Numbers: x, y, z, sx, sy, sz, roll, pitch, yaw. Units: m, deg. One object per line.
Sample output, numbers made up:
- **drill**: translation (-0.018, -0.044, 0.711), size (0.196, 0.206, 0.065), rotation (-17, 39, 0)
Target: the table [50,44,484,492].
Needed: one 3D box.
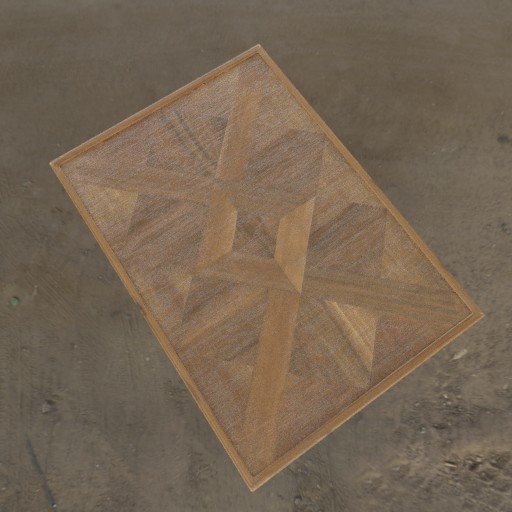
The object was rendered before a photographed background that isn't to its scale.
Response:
- **table**: translation (0.000, 0.000, 1.682), size (0.877, 0.492, 1.238), rotation (-33, 76, -9)
